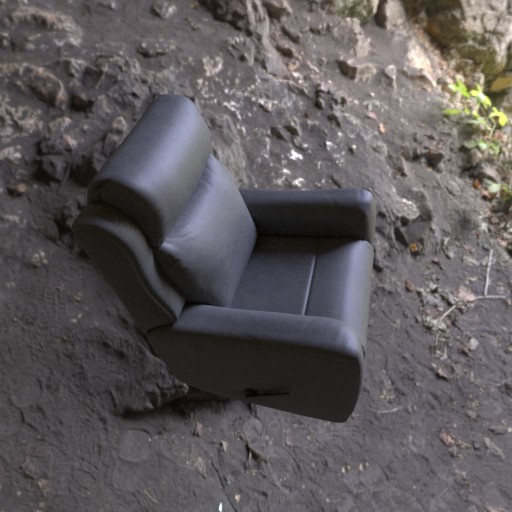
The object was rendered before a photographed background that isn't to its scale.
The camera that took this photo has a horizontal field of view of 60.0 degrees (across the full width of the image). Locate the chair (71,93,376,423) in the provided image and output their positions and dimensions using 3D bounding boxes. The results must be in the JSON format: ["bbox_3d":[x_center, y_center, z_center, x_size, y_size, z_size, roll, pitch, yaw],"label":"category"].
[{"bbox_3d":[0.000,0.000,1.942,1.068,1.116,0.967,10,48,9],"label":"chair"}]
